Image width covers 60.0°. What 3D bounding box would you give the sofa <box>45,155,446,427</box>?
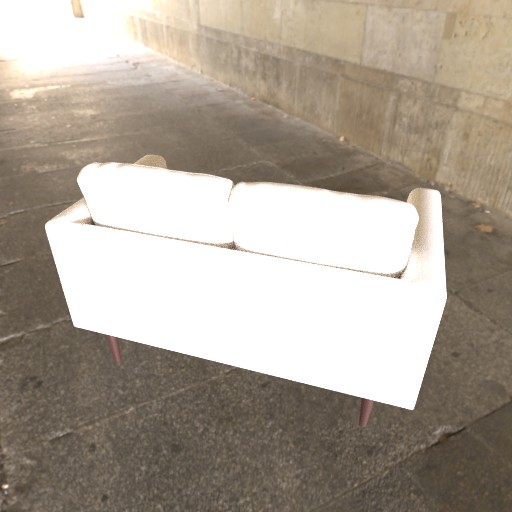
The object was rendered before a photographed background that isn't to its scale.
[{"bbox_3d":[0.000,0.000,1.912,1.430,0.908,0.796,10,35,15],"label":"sofa"}]
